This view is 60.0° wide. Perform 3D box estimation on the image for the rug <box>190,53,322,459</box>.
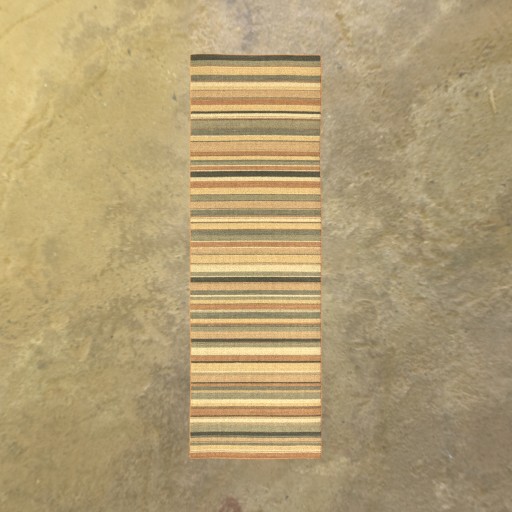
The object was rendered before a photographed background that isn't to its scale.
[{"bbox_3d":[0.000,0.000,2.675,0.799,0.010,2.444,0,90,-1],"label":"rug"}]
